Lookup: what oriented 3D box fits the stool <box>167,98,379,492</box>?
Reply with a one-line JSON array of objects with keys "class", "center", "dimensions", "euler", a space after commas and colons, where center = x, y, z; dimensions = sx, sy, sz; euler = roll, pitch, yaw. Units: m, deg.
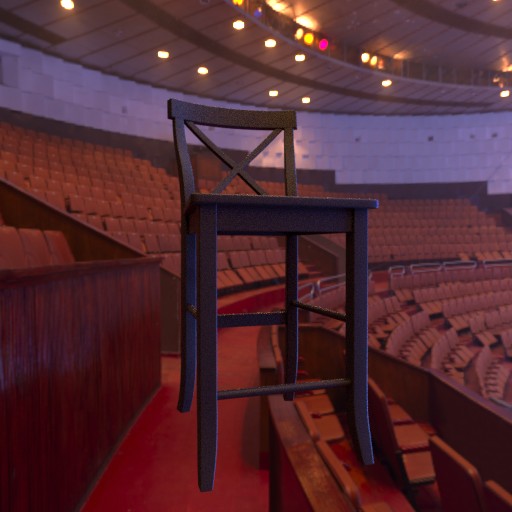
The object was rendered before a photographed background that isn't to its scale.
[{"class": "stool", "center": [0.000, 0.000, 1.256], "dimensions": [0.452, 0.989, 0.559], "euler": [0, 1, -17]}]
